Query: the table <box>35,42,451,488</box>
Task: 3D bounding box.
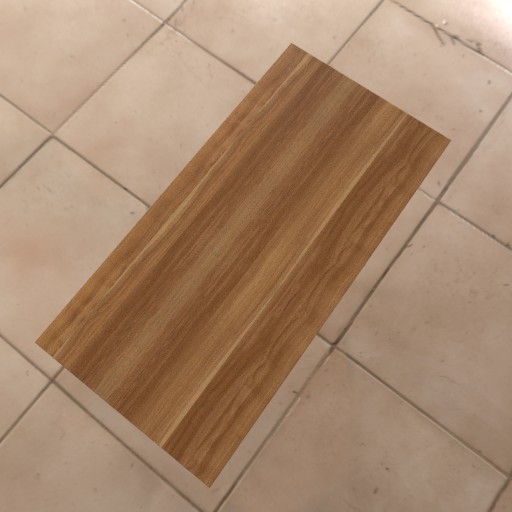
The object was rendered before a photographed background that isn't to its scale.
[{"bbox_3d":[0.000,0.000,2.496,1.000,0.770,2.000,35,78,9],"label":"table"}]
